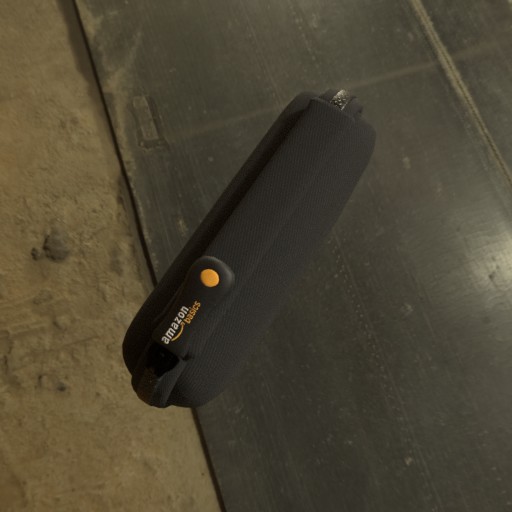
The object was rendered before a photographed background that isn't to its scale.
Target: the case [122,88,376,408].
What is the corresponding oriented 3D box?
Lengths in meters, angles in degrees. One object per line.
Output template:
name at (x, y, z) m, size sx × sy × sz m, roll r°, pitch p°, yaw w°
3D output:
case at (0.000, 0.000, 0.180) m, size 0.038 × 0.105 × 0.132 m, roll 32°, pitch 78°, yaw 8°
